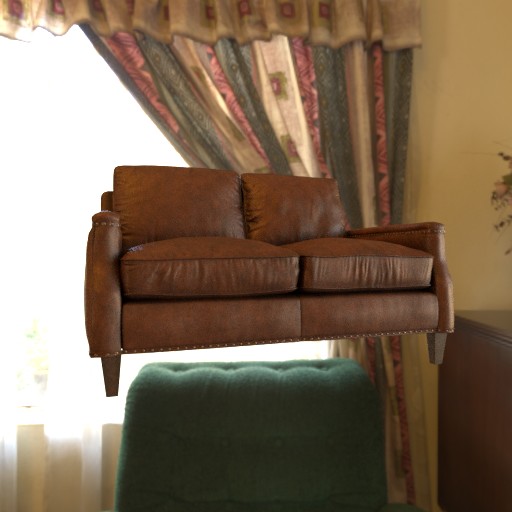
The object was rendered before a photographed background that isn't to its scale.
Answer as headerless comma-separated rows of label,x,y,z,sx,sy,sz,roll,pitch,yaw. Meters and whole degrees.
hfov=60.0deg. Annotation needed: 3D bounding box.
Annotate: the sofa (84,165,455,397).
sofa,0.000,0.000,2.277,1.628,1.003,1.083,0,0,-19
